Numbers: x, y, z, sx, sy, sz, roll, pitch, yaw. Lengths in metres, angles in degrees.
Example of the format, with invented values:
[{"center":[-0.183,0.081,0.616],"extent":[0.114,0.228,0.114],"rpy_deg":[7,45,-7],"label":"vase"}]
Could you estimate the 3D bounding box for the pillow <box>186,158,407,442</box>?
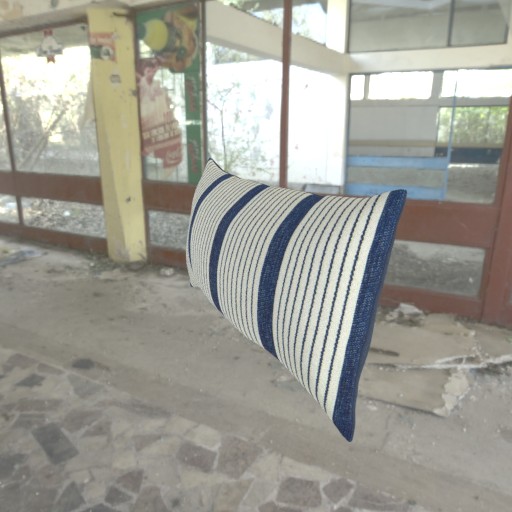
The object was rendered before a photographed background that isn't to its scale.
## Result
[{"center":[0.000,0.000,0.744],"extent":[0.156,0.292,0.608],"rpy_deg":[-7,17,-24],"label":"pillow"}]
